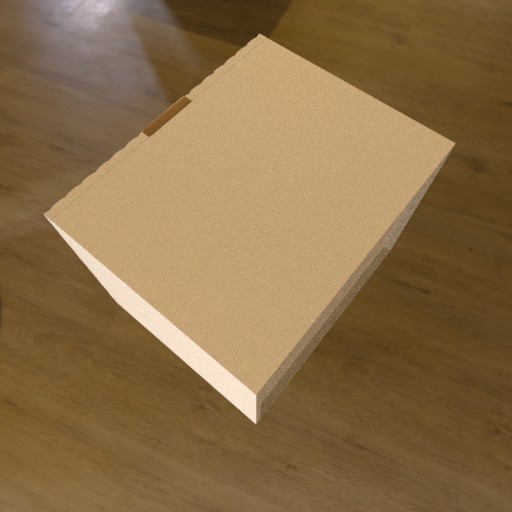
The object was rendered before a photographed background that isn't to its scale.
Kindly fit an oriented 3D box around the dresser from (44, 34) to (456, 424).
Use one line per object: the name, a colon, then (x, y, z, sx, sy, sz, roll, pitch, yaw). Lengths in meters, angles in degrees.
dresser: (0.000, 0.000, 0.936, 0.414, 0.568, 0.503, 36, 70, 16)
